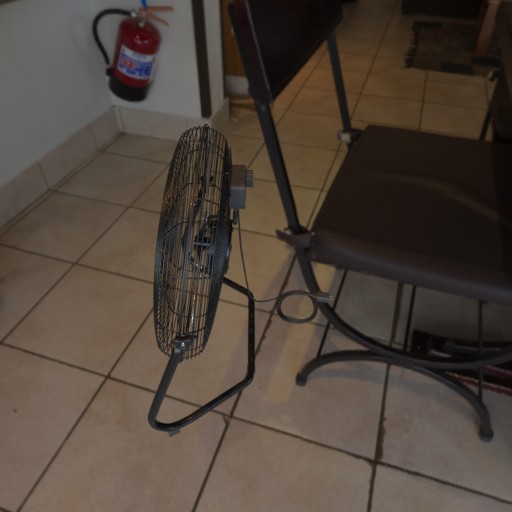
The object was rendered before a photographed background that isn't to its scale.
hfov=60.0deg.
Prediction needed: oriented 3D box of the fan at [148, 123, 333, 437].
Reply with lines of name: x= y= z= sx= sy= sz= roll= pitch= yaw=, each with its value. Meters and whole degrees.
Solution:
fan: x=0.000 y=0.000 z=0.945 sx=0.424 sy=0.546 sz=0.555 roll=0 pitch=41 yaw=0
